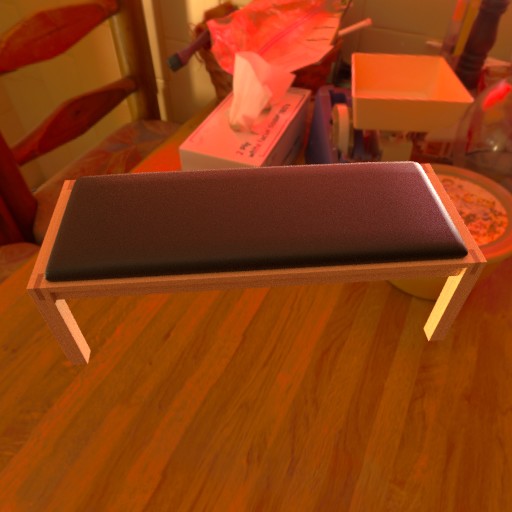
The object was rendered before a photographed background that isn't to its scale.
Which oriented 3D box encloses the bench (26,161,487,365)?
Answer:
[{"bbox_3d":[0.000,0.000,1.424,1.202,0.430,0.450,-3,47,-3],"label":"bench"}]
